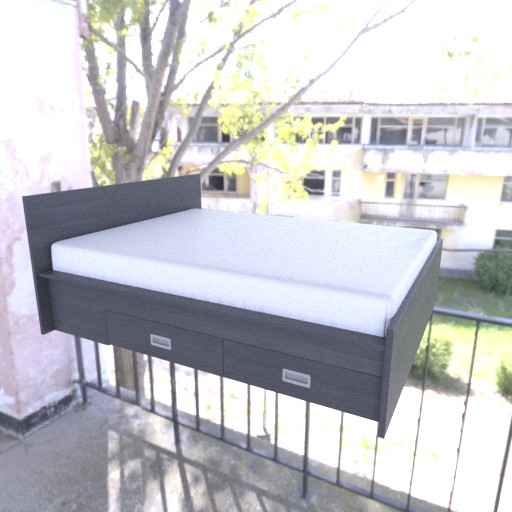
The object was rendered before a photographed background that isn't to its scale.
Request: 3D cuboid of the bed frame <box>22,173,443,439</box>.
[{"bbox_3d":[0.000,0.000,2.712,1.960,0.800,1.622,8,17,27],"label":"bed frame"}]
